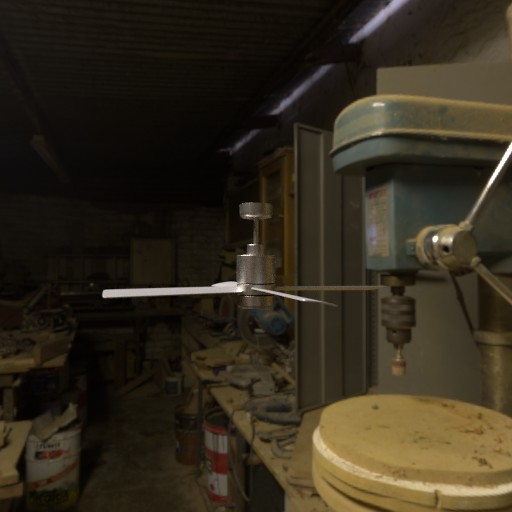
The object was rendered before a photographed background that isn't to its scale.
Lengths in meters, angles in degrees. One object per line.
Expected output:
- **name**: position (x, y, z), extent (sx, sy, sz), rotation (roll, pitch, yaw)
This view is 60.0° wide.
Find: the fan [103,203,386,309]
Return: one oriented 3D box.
- **fan**: position (0.000, 0.000, 2.337), extent (1.525, 0.539, 1.525), rotation (0, -1, -18)
